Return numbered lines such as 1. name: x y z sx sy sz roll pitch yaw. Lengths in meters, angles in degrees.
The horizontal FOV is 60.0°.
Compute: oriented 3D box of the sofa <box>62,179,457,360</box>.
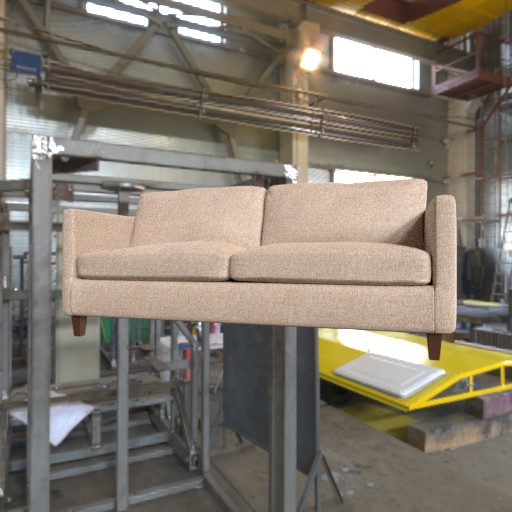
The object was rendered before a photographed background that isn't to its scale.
1. sofa: 0.000 0.000 2.766 2.208 0.965 0.951 0 0 18
